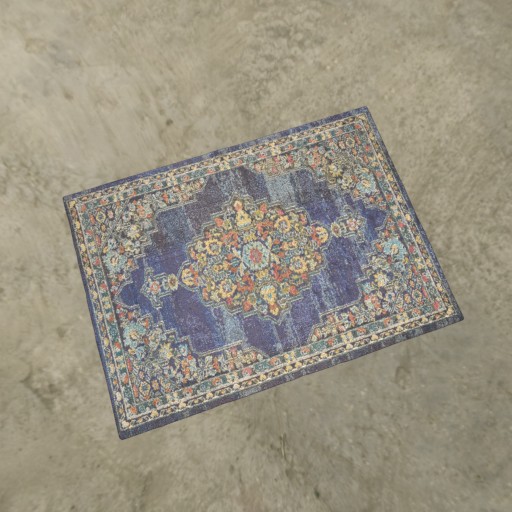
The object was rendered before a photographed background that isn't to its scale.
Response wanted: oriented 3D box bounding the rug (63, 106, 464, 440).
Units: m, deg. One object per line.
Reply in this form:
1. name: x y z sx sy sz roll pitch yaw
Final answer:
1. rug: 0.000 0.000 2.896 2.232 0.009 1.630 -18 75 -5
